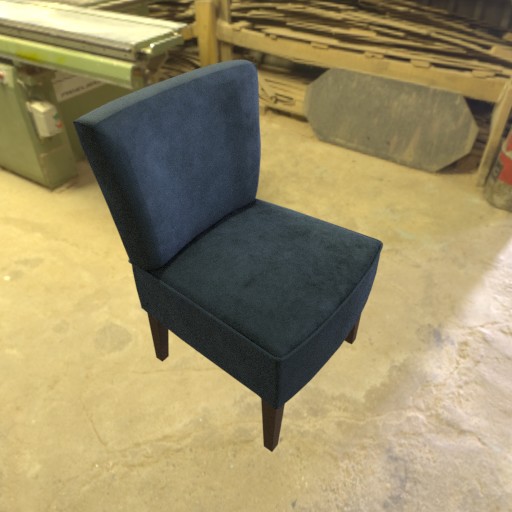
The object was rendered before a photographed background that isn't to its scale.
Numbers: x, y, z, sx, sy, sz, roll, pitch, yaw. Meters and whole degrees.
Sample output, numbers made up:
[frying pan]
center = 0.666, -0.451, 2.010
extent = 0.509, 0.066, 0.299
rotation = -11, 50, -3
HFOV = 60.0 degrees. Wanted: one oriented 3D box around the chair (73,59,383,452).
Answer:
[chair]
center = 0.000, 0.000, 1.161
extent = 0.551, 0.806, 0.521
rotation = 25, 46, 28
